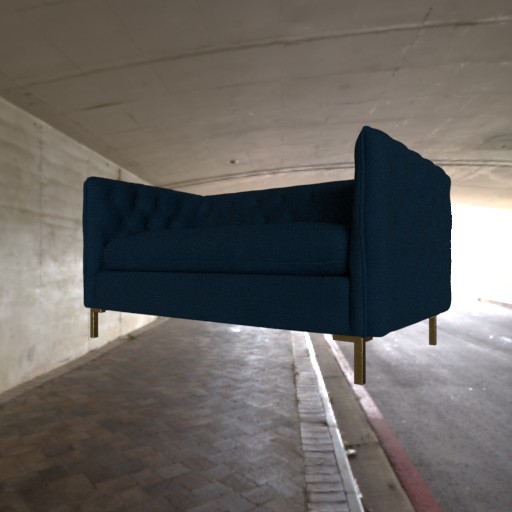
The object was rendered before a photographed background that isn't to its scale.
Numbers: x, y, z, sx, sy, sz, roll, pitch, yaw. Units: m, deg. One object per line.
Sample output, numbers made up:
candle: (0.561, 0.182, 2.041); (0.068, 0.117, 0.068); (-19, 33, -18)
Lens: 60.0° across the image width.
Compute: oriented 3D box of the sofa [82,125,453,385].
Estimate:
sofa: (0.000, 0.000, 2.114); (1.583, 0.810, 0.909); (0, -1, 36)
